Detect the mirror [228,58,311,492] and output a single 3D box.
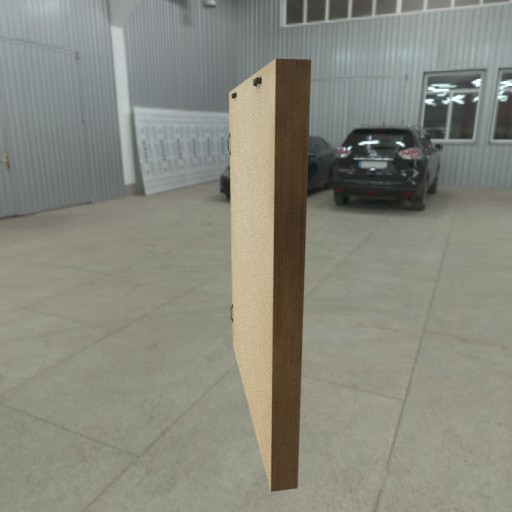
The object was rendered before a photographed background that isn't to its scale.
[{"bbox_3d":[0.000,0.000,0.688,0.041,0.509,0.406,-3,16,-9],"label":"mirror"}]
